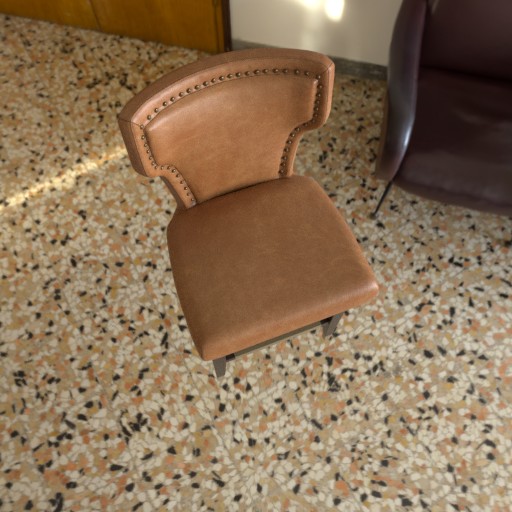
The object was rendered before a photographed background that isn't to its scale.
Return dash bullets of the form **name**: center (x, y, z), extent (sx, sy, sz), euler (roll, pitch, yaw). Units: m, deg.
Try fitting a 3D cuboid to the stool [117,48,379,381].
- **stool**: center (0.000, 0.000, 1.393), extent (0.526, 1.092, 0.563), euler (-19, 66, -9)
